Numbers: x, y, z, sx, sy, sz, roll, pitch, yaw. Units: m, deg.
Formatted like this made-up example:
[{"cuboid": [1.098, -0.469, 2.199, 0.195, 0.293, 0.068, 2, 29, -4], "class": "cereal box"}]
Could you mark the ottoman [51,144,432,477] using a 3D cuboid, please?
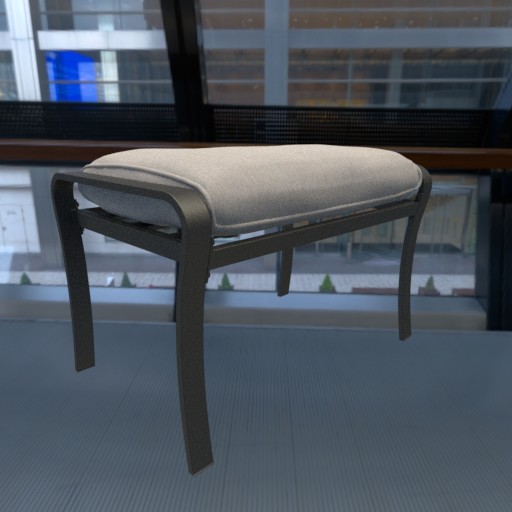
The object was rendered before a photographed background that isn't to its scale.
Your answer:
[{"cuboid": [0.000, 0.000, 0.877, 0.610, 0.422, 0.406, -15, 22, -42], "class": "ottoman"}]
